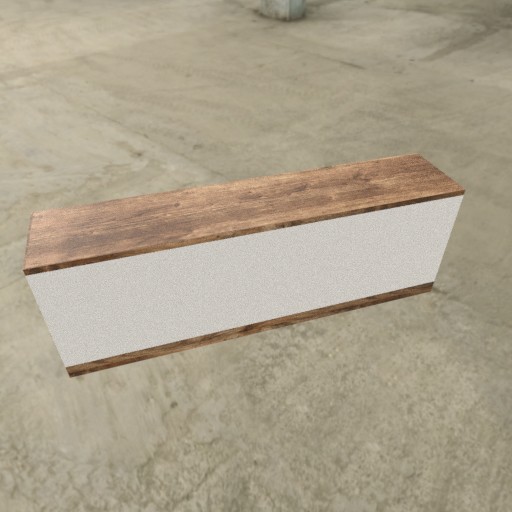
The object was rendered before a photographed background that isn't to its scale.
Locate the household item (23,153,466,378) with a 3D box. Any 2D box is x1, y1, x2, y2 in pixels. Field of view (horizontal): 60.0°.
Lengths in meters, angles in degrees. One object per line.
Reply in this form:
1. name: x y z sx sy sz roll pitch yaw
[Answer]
1. household item: 0.000 0.000 2.068 1.800 0.615 0.390 -11 40 -13
